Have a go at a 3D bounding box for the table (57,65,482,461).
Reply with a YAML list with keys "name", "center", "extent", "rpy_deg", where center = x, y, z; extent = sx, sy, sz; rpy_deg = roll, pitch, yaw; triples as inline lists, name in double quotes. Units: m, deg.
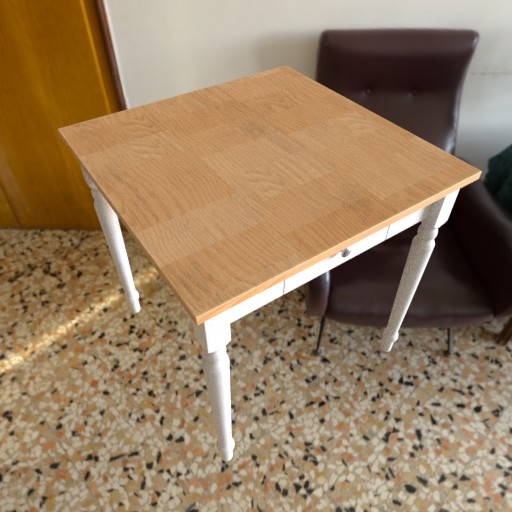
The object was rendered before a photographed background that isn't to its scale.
- name: "table"
  center: [0.000, 0.000, 1.345]
  extent: [0.747, 0.738, 0.747]
  rpy_deg: [-26, 50, -24]
